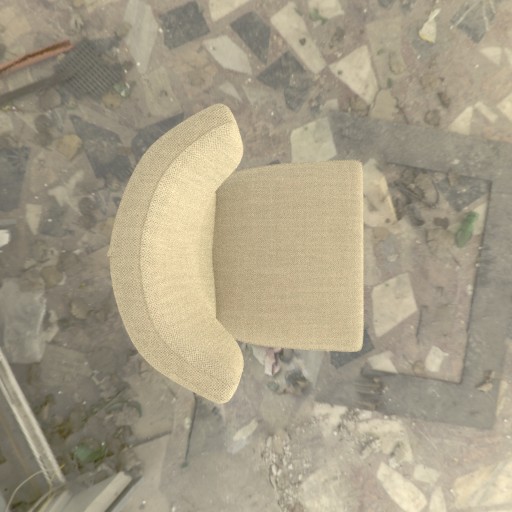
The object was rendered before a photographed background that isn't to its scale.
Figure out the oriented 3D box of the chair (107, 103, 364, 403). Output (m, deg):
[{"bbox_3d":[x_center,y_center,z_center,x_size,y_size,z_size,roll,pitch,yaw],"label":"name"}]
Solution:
[{"bbox_3d":[0.000,0.000,1.280,0.617,0.824,0.611,0,89,-1],"label":"chair"}]
